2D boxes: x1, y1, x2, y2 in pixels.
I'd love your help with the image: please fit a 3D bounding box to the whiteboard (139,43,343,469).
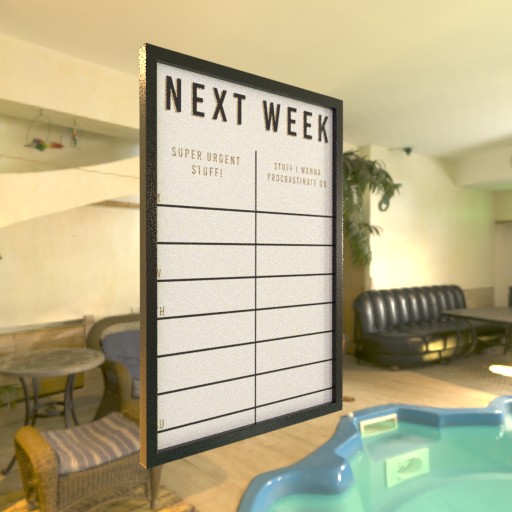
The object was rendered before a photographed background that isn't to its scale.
[{"bbox_3d":[0.000,0.000,0.762,0.406,0.611,0.026,0,1,-36],"label":"whiteboard"}]
